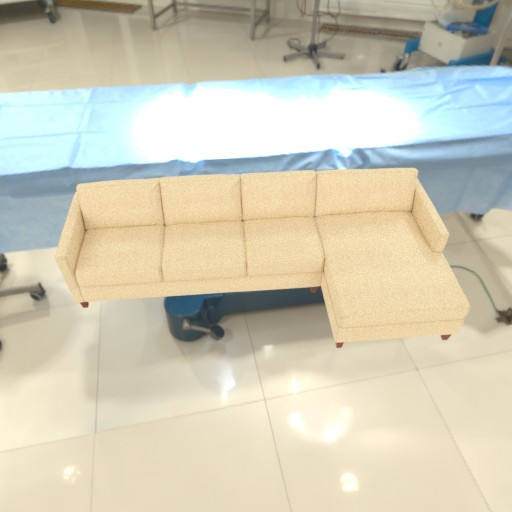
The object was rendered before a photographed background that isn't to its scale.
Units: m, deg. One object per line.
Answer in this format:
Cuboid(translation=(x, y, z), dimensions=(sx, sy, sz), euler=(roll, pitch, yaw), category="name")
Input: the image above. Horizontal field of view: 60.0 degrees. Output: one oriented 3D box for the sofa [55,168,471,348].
Cuboid(translation=(0.000, 0.000, 4.121), dimensions=(3.471, 0.954, 1.603), euler=(-3, 46, -3), category="sofa")
